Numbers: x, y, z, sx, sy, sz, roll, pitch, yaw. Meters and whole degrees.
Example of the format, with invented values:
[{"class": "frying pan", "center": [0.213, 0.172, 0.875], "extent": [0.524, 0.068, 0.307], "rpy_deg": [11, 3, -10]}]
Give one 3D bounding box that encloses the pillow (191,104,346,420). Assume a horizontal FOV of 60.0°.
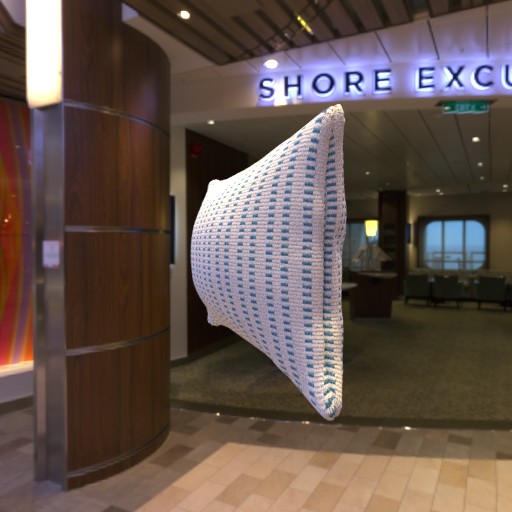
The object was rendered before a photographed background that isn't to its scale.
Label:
[{"class": "pillow", "center": [0.000, 0.000, 0.794], "extent": [0.210, 0.353, 0.640], "rpy_deg": [0, 2, -18]}]
